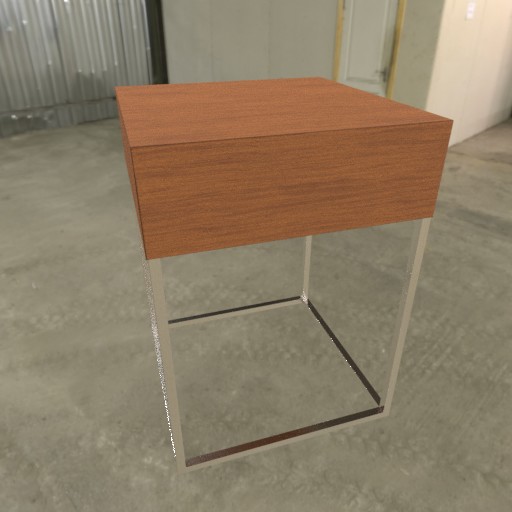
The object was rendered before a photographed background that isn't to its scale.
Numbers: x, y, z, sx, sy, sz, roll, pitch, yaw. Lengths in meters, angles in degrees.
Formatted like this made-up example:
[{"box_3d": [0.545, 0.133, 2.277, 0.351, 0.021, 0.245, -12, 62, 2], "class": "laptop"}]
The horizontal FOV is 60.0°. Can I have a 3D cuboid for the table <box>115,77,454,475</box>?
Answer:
[{"box_3d": [0.000, 0.000, 0.803, 0.397, 0.540, 0.398, -9, 31, -15], "class": "table"}]
